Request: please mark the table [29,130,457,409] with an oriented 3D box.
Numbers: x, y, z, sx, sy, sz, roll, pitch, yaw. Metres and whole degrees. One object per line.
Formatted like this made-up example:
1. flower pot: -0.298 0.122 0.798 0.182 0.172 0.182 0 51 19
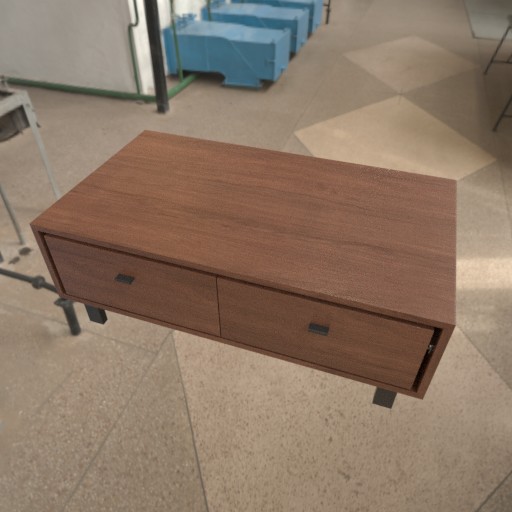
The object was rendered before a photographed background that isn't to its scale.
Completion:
1. table: 0.000 0.000 1.316 1.020 0.380 0.600 13 42 14
